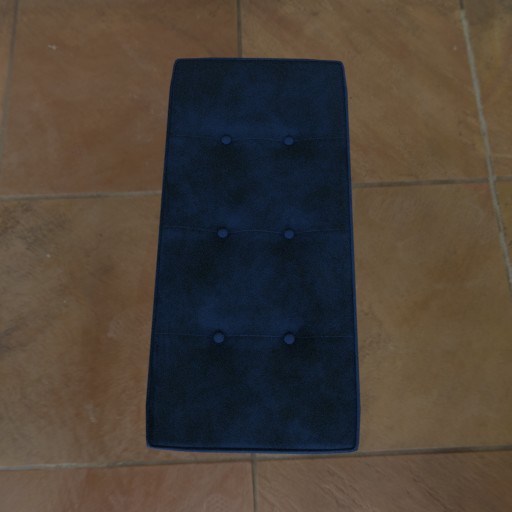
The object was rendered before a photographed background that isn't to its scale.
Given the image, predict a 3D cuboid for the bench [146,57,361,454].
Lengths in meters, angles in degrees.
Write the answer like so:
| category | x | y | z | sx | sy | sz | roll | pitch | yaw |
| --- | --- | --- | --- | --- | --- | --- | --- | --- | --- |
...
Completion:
| category | x | y | z | sx | sy | sz | roll | pitch | yaw |
| --- | --- | --- | --- | --- | --- | --- | --- | --- | --- |
| bench | 0.000 | 0.000 | 1.297 | 0.489 | 0.467 | 1.010 | 1 | 75 | 0 |
